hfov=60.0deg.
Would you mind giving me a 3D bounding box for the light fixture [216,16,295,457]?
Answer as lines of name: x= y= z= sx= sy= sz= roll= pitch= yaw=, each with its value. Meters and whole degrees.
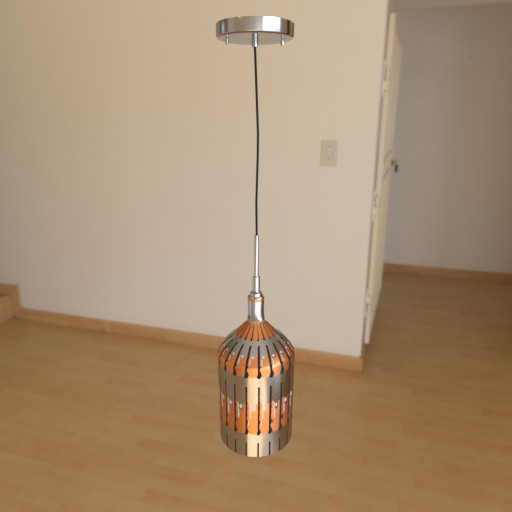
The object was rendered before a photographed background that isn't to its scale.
light fixture: x=0.000 y=0.000 z=1.630 sx=0.303 sy=1.535 sz=0.303 roll=0 pitch=17 yaw=0
